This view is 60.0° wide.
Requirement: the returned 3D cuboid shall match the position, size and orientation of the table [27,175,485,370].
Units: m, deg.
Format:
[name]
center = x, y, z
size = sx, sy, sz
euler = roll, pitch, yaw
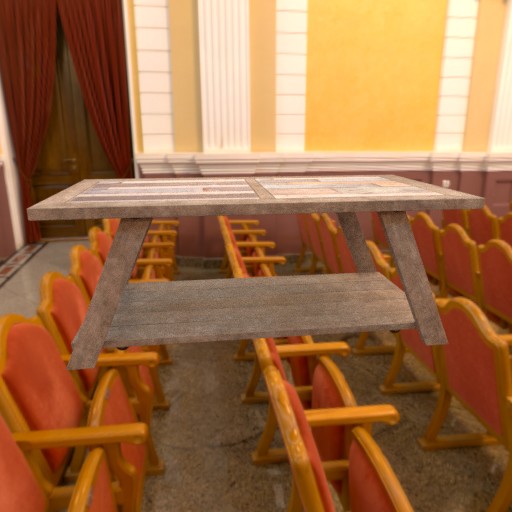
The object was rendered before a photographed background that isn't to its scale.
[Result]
[table]
center = 0.000, 0.000, 1.523
size = 1.219, 0.470, 0.610
euler = -2, 17, -7
